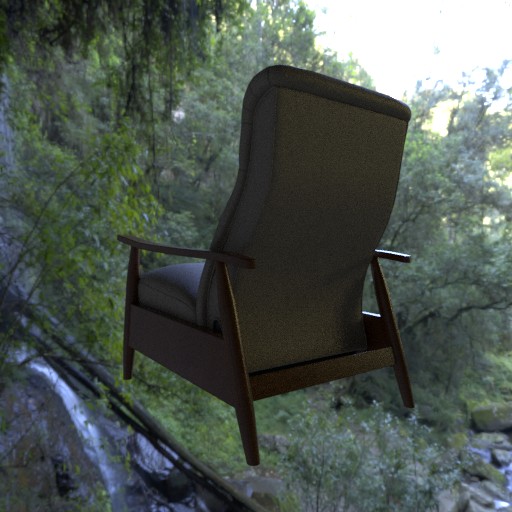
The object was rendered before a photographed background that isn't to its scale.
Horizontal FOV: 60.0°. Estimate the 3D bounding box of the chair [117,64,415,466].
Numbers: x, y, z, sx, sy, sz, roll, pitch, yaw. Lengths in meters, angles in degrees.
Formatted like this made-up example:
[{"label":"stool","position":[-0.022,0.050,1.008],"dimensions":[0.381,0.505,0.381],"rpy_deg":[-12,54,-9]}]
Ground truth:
[{"label":"chair","position":[0.000,0.000,1.756],"dimensions":[0.762,1.082,1.032],"rpy_deg":[-1,2,-37]}]
